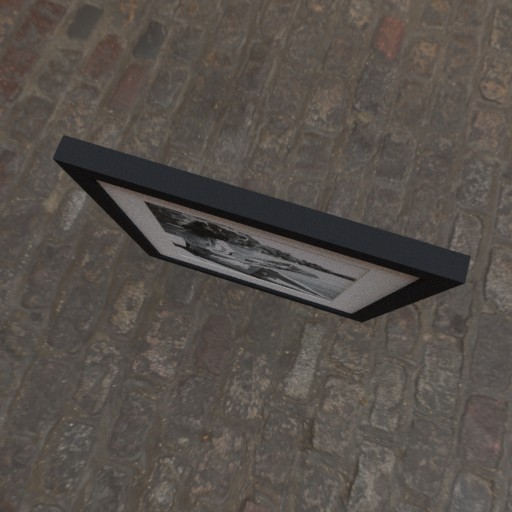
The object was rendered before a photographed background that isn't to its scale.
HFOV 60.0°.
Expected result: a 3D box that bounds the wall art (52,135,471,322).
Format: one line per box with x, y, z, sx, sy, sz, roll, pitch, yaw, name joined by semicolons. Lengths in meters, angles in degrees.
0.000;0.000;0.699;0.462;0.458;0.030;17;77;4;wall art
